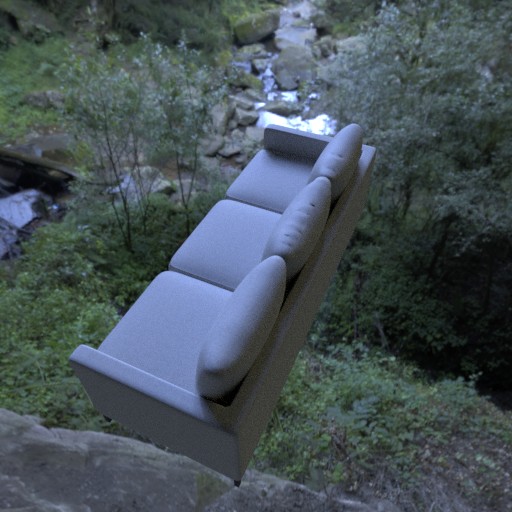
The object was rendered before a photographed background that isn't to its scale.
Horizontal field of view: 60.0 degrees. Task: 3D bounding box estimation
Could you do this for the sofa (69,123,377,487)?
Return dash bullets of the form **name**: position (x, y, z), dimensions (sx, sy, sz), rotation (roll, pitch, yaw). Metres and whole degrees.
- **sofa**: position (0.000, 0.000, 2.670), dimensions (0.859, 0.874, 2.218), rotation (18, 49, 17)
